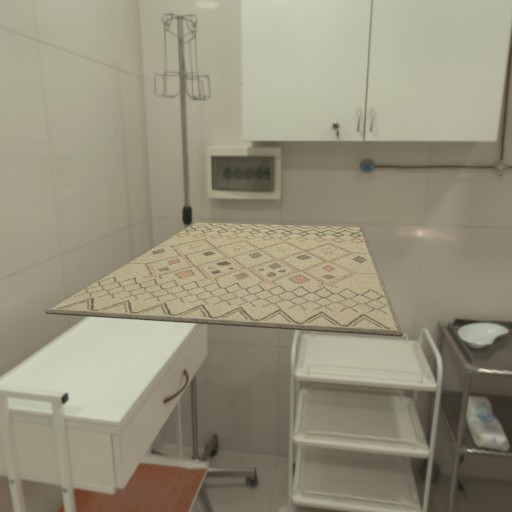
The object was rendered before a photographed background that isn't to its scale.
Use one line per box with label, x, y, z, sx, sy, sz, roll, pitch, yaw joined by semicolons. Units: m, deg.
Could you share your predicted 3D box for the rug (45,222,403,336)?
rug;0.000;0.000;2.343;1.219;0.016;1.829;2;14;9
